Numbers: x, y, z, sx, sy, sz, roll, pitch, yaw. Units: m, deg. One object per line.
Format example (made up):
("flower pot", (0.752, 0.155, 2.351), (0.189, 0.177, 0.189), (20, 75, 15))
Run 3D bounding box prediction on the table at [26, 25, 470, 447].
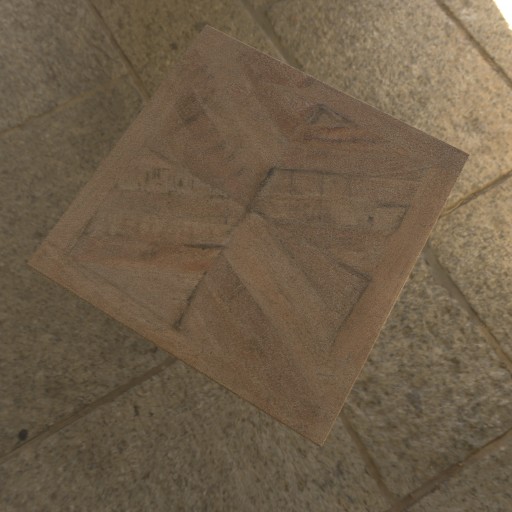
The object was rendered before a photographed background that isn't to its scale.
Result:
("table", (0.000, 0.000, 0.938), (0.498, 0.550, 0.499), (30, 76, 8))
